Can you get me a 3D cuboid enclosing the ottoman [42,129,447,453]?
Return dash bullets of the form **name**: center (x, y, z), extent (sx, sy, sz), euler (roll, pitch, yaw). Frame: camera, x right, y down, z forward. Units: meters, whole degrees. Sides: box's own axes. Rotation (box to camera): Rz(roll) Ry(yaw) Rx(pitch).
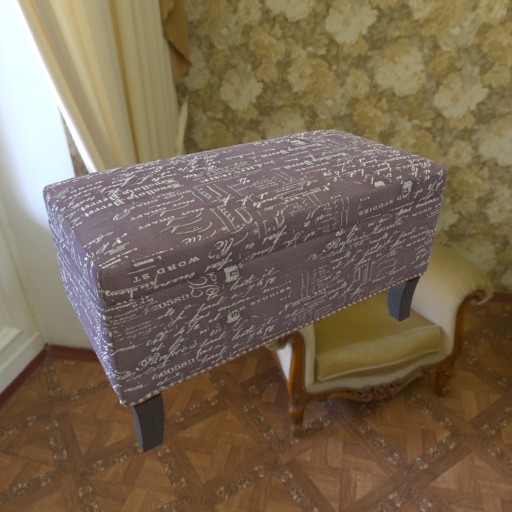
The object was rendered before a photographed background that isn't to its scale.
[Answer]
- **ottoman**: center (0.000, 0.000, 1.055), extent (0.813, 0.457, 0.406), euler (-19, 35, -28)
